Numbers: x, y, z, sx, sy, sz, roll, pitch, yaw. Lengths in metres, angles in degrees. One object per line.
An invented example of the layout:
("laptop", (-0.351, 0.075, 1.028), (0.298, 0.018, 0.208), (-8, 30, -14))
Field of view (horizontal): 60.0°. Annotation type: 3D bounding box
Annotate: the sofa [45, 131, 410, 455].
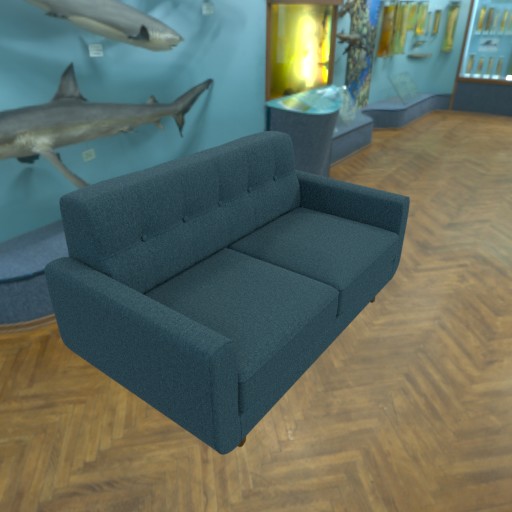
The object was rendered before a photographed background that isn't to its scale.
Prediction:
("sofa", (0.000, 0.000, 2.189), (0.942, 0.896, 1.651), (20, 34, 32))
